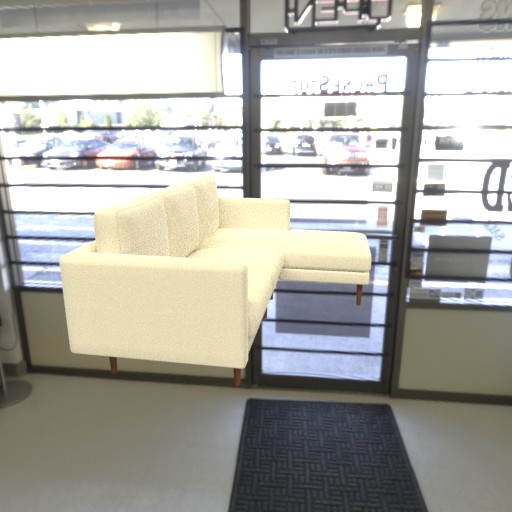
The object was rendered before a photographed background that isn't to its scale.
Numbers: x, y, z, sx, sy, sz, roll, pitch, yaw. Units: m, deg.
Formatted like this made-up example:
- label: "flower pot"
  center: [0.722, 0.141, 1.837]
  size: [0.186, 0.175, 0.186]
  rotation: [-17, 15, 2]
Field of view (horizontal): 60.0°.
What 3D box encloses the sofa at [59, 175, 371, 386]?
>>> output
- label: "sofa"
  center: [0.000, 0.000, 2.989]
  size: [1.580, 0.899, 2.029]
  rotation: [3, 16, 10]
